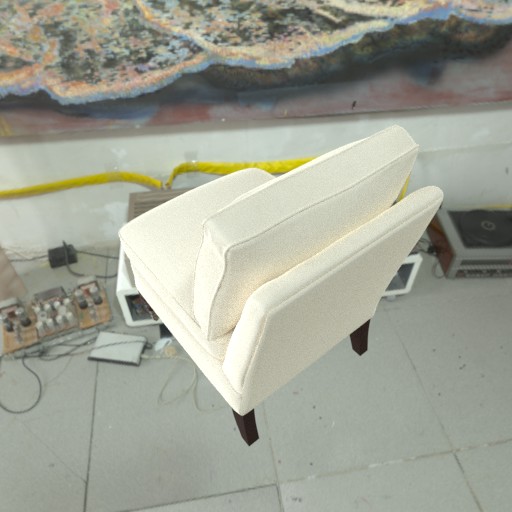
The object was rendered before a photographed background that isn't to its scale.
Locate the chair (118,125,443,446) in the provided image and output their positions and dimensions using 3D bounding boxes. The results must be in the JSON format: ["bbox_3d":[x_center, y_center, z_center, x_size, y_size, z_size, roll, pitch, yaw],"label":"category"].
[{"bbox_3d":[0.000,0.000,1.410,0.630,0.887,0.781,-30,52,-26],"label":"chair"}]
